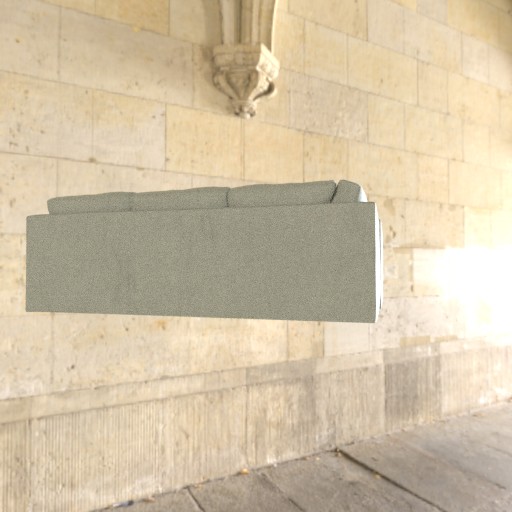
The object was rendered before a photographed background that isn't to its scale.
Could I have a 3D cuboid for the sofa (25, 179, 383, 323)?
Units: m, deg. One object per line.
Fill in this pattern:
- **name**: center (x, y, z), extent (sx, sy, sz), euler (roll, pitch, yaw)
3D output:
- **sofa**: center (0.000, 0.000, 4.449), extent (2.440, 0.869, 3.434), euler (0, -1, 16)
